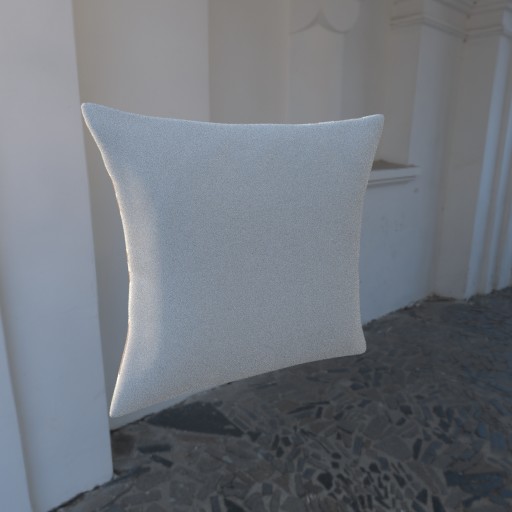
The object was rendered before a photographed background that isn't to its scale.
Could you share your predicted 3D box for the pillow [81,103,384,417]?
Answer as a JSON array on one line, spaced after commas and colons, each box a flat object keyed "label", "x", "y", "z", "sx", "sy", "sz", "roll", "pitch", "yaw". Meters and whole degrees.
[{"label": "pillow", "x": 0.000, "y": 0.000, "z": 0.806, "sx": 0.552, "sy": 0.508, "sz": 0.166, "roll": -7, "pitch": 16, "yaw": -26}]
